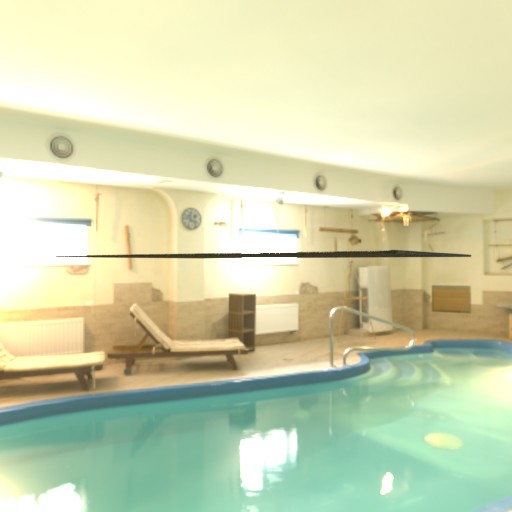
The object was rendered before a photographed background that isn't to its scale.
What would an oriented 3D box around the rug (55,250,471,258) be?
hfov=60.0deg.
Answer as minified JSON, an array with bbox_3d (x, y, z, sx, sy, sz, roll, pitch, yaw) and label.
[{"bbox_3d":[0.000,0.000,3.042,2.449,0.015,1.530,-1,-1,36],"label":"rug"}]
